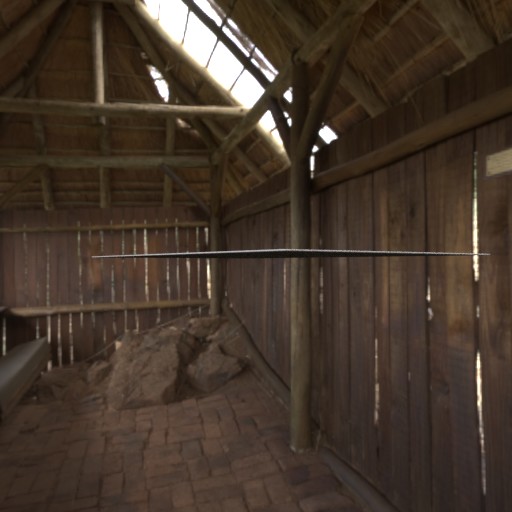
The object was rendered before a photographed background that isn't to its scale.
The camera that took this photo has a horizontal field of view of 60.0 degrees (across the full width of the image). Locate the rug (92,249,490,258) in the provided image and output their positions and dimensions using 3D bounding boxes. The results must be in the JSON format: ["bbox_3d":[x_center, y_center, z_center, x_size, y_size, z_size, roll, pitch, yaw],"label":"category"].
[{"bbox_3d":[0.000,0.000,3.046,1.523,0.008,2.438,1,-1,-36],"label":"rug"}]
